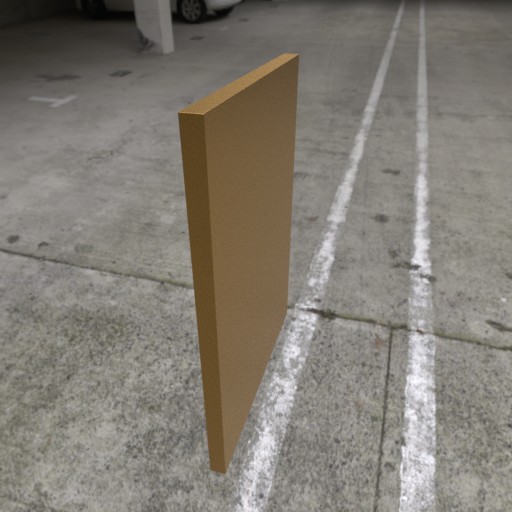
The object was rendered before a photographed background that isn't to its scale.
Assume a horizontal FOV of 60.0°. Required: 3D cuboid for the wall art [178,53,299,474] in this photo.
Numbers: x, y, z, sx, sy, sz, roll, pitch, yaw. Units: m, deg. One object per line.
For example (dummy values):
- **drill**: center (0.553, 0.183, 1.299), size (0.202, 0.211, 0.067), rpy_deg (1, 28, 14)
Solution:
- **wall art**: center (0.000, 0.000, 1.057), size (0.038, 0.812, 0.610), rpy_deg (9, 33, 14)
